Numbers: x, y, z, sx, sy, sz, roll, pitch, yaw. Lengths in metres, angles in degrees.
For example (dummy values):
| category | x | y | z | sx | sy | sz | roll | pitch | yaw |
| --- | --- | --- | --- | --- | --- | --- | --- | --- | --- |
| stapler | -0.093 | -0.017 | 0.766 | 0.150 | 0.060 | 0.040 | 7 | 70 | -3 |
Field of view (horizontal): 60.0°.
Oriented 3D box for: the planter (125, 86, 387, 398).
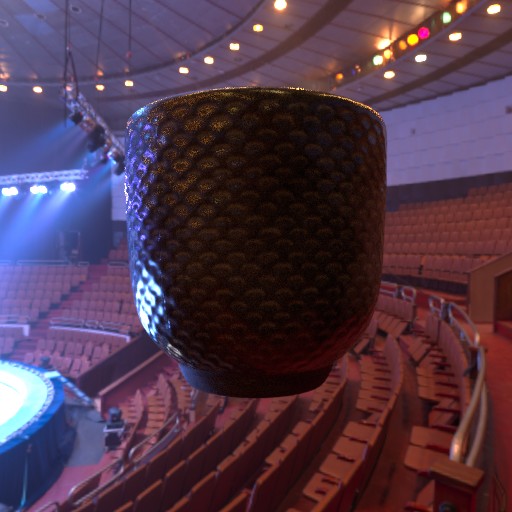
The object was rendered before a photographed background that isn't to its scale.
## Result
| category | x | y | z | sx | sy | sz | roll | pitch | yaw |
| --- | --- | --- | --- | --- | --- | --- | --- | --- | --- |
| planter | 0.000 | 0.000 | 0.345 | 0.197 | 0.191 | 0.197 | 0 | -1 | 0 |
